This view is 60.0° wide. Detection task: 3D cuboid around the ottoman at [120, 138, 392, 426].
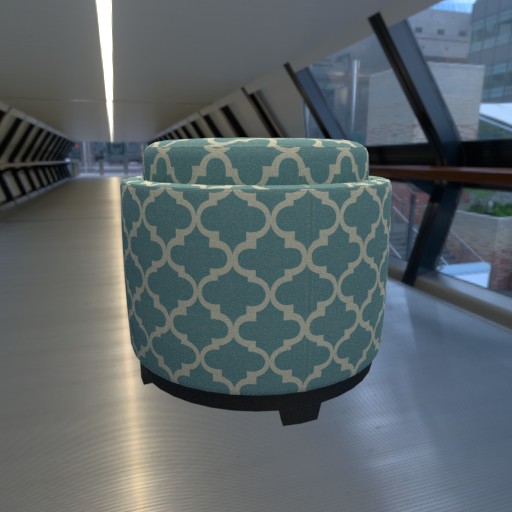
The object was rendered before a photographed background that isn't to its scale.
[{"bbox_3d":[0.000,0.000,0.838,0.480,0.429,0.480,0,13,0],"label":"ottoman"}]
